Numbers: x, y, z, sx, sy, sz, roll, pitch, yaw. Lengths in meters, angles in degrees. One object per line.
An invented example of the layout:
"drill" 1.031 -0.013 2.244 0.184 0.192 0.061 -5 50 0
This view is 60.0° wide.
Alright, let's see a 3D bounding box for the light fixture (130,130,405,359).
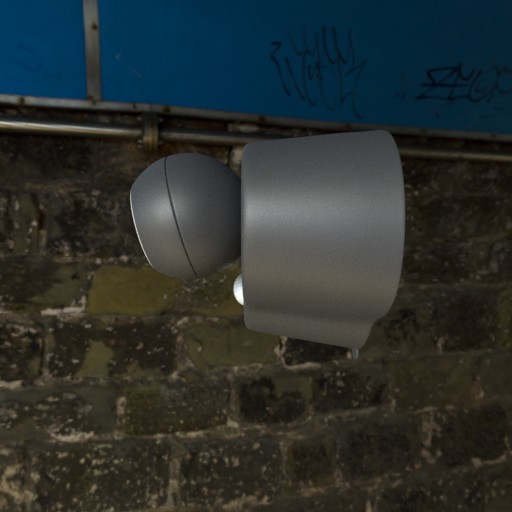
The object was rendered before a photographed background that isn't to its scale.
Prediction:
"light fixture" 0.000 0.000 0.341 0.159 0.159 0.229 0 1 0
